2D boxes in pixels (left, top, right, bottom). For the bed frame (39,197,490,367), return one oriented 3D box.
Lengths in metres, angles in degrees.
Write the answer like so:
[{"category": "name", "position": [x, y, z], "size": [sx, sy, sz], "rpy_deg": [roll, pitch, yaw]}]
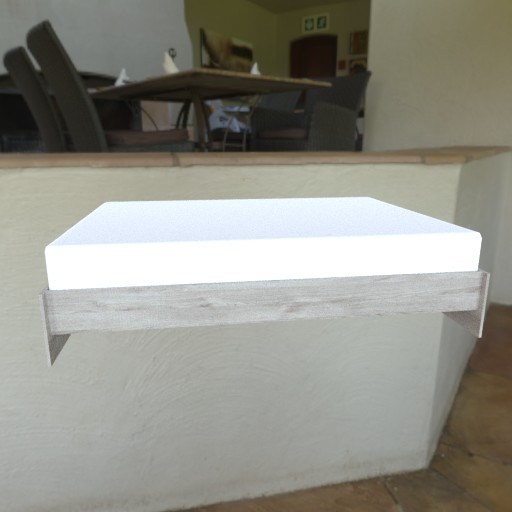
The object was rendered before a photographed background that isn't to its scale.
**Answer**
[{"category": "bed frame", "position": [0.000, 0.000, 2.592], "size": [1.945, 0.497, 1.445], "rpy_deg": [-2, 15, -8]}]
